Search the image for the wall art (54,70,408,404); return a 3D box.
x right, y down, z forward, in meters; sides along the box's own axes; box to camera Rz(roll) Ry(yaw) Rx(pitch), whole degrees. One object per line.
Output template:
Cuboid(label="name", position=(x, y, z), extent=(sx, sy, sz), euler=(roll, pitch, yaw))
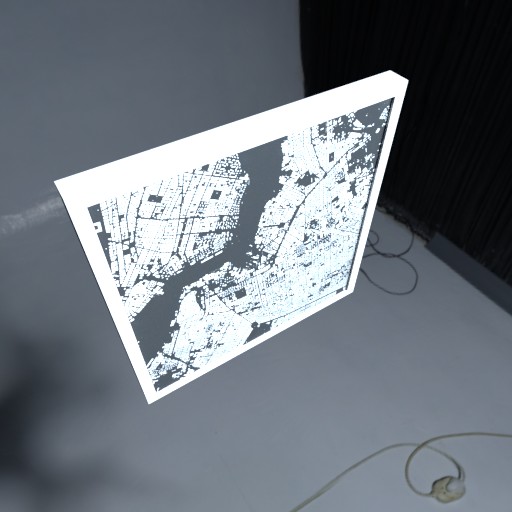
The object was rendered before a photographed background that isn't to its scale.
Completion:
Cuboid(label="wall art", position=(0.000, 0.000, 0.758), extent=(0.506, 0.506, 0.038), euler=(-25, 52, -21))
